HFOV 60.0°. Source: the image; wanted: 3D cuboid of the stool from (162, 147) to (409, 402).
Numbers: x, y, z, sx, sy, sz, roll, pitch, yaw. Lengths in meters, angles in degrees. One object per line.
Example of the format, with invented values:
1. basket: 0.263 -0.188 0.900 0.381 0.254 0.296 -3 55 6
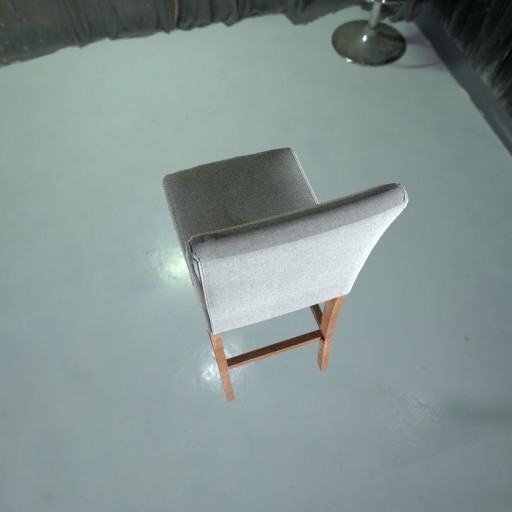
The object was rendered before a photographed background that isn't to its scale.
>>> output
1. stool: 0.000 0.000 1.377 0.439 1.088 0.570 -16 61 -9
